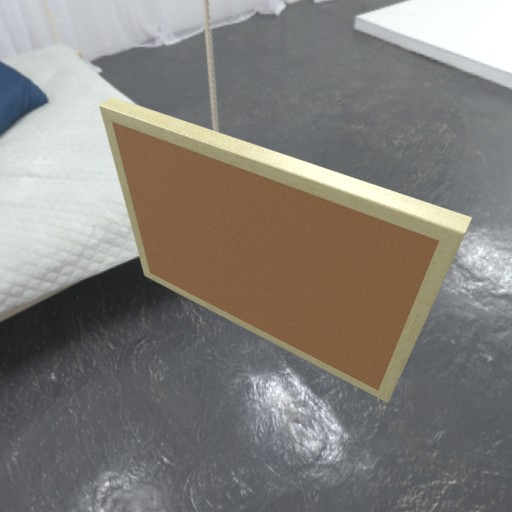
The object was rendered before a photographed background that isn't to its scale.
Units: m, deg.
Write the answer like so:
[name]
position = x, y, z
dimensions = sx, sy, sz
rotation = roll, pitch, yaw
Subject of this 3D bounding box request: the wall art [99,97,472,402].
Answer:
[wall art]
position = 0.000, 0.000, 0.706
dimensions = 0.533, 0.381, 0.032
rotation = 24, 50, 22
